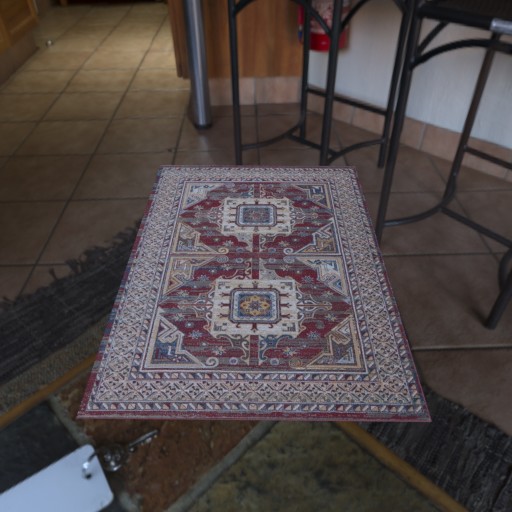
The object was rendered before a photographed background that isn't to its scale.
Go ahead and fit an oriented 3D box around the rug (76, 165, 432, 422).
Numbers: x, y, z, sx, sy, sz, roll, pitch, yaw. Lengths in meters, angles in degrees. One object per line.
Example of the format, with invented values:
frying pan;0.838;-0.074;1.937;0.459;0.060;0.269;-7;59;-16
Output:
rug;0.000;0.000;2.818;1.599;0.011;2.210;0;42;0
